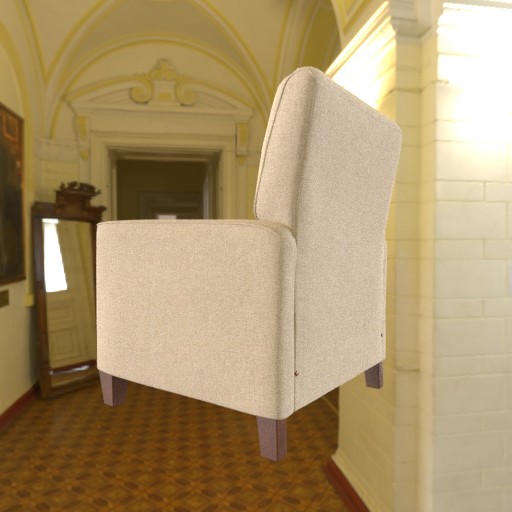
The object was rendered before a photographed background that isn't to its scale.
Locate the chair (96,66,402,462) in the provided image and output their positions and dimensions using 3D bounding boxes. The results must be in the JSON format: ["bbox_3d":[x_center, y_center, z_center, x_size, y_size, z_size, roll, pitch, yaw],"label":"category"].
[{"bbox_3d":[0.000,0.000,1.612,0.859,1.023,0.845,1,2,36],"label":"chair"}]
